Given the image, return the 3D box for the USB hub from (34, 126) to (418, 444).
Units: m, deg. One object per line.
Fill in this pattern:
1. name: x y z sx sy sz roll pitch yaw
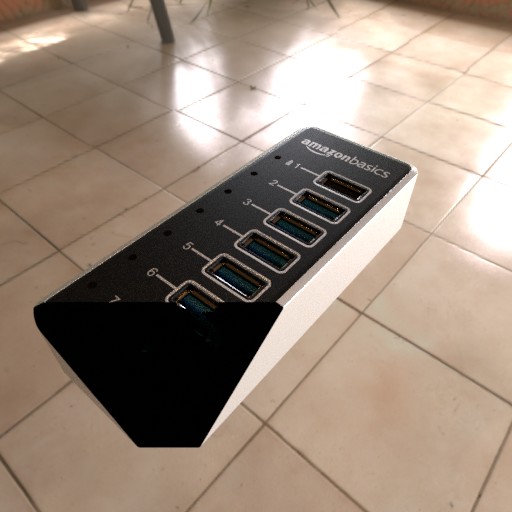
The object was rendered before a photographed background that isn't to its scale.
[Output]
1. USB hub: 0.000 0.000 0.126 0.044 0.023 0.110 31 53 27
